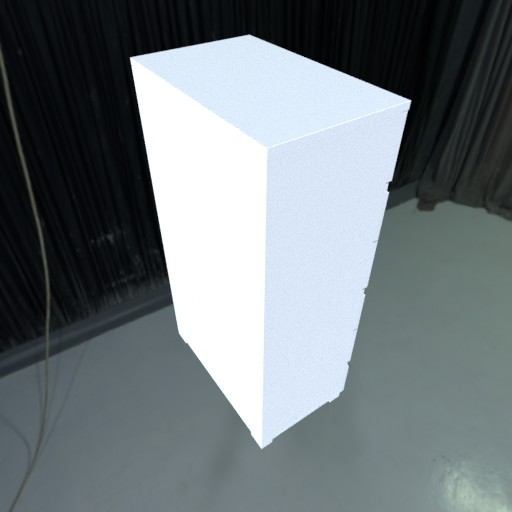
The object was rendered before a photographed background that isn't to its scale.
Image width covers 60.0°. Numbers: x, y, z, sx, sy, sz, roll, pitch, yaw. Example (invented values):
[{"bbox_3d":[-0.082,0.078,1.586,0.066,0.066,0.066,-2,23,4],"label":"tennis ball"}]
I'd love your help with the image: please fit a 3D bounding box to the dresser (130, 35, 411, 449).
[{"bbox_3d":[0.000,0.000,1.502,0.400,1.190,0.650,-24,46,-25],"label":"dresser"}]
